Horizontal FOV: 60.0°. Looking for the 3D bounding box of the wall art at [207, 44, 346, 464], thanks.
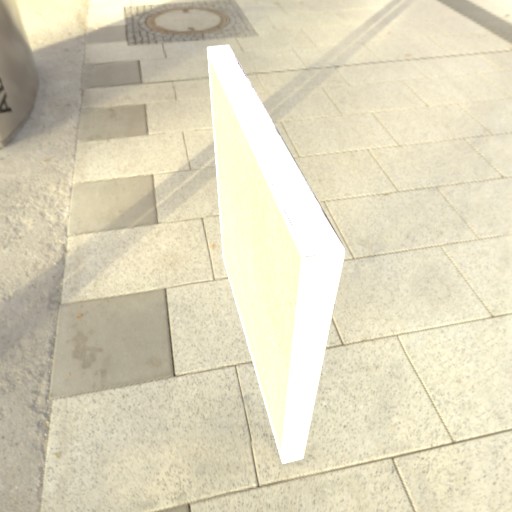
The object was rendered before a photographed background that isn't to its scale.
[{"bbox_3d":[0.000,0.000,0.754,0.038,0.508,0.508,-10,46,-10],"label":"wall art"}]
